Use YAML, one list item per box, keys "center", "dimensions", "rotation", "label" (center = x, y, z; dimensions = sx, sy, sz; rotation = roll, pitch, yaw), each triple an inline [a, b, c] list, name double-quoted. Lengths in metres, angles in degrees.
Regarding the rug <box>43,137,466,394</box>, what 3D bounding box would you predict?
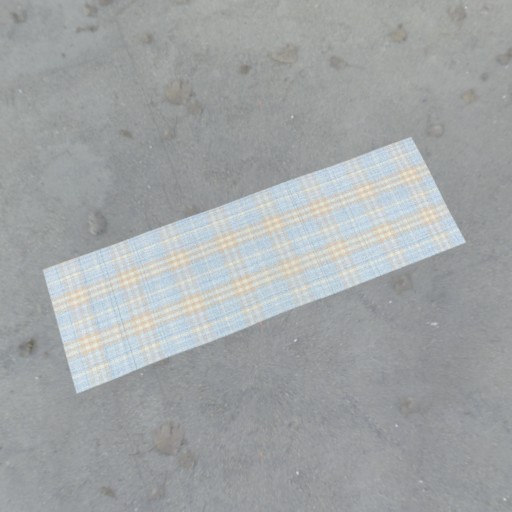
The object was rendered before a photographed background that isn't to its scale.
- center: [0.000, 0.000, 2.665]
  dimensions: [2.439, 0.013, 0.762]
  rotation: [-21, 77, -5]
  label: "rug"
